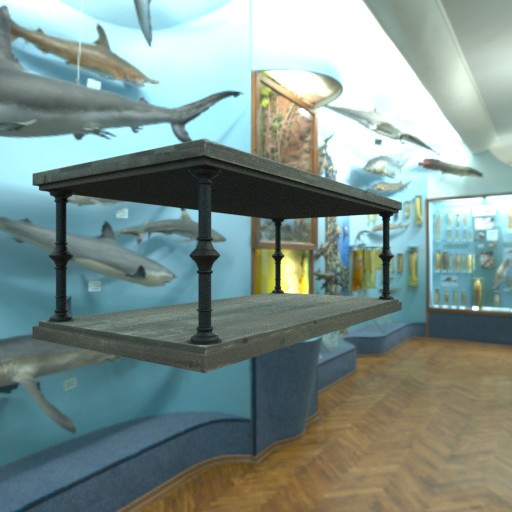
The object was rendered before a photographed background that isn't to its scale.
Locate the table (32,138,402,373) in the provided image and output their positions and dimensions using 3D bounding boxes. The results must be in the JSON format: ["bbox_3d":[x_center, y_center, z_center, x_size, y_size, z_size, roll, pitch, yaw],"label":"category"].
[{"bbox_3d":[0.000,0.000,1.355,0.554,0.399,1.088,0,0,35],"label":"table"}]
